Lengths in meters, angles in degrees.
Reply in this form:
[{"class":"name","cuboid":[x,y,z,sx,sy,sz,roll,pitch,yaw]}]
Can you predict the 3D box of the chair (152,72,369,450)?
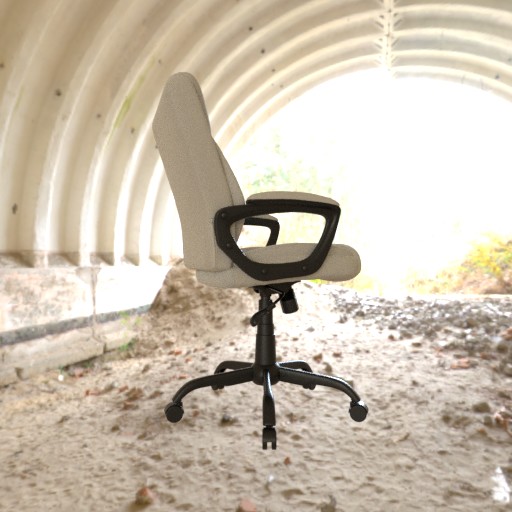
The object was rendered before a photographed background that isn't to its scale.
[{"class":"chair","cuboid":[0.000,0.000,1.522,0.669,1.065,0.663,0,-1,-19]}]
